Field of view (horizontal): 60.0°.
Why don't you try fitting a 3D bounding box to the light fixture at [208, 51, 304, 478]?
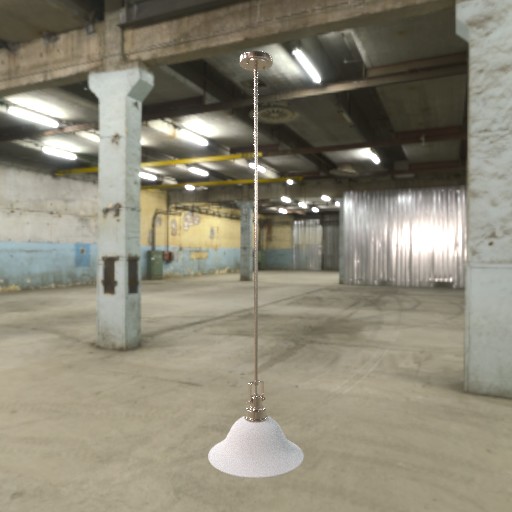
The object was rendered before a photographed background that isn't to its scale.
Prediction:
[{"bbox_3d":[0.000,0.000,1.515,0.324,1.354,0.324,0,-1,-38],"label":"light fixture"}]
